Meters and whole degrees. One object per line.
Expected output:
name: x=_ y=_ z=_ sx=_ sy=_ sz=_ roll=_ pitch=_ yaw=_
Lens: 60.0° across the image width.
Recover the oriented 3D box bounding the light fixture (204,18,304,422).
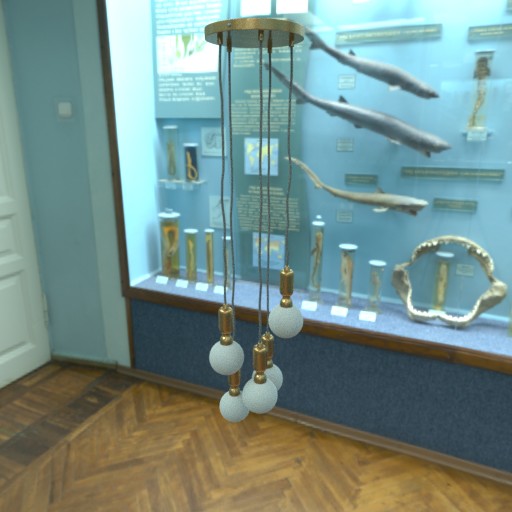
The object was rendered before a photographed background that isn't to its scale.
light fixture: x=0.000 y=0.000 z=0.494 sx=0.108 sy=0.457 sz=0.105 roll=8 pitch=18 yaw=25
